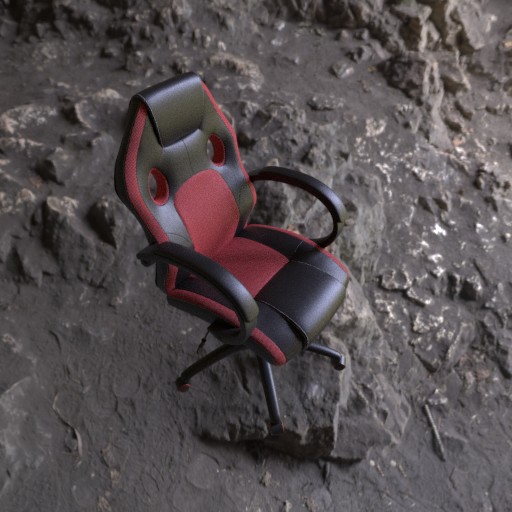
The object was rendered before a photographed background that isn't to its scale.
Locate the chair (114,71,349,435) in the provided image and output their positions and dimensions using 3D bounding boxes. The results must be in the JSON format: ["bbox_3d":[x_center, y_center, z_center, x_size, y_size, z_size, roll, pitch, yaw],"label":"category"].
[{"bbox_3d":[0.000,0.000,1.693,0.783,1.189,0.750,24,46,26],"label":"chair"}]
